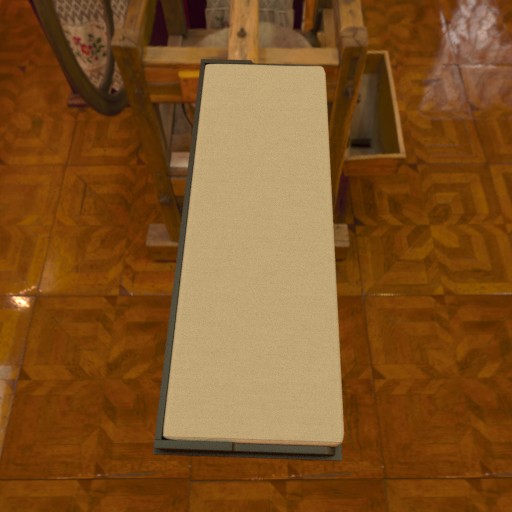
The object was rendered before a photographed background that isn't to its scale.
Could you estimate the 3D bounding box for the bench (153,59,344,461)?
[{"bbox_3d":[0.000,0.000,1.363,0.398,0.501,1.140,2,64,1],"label":"bench"}]
